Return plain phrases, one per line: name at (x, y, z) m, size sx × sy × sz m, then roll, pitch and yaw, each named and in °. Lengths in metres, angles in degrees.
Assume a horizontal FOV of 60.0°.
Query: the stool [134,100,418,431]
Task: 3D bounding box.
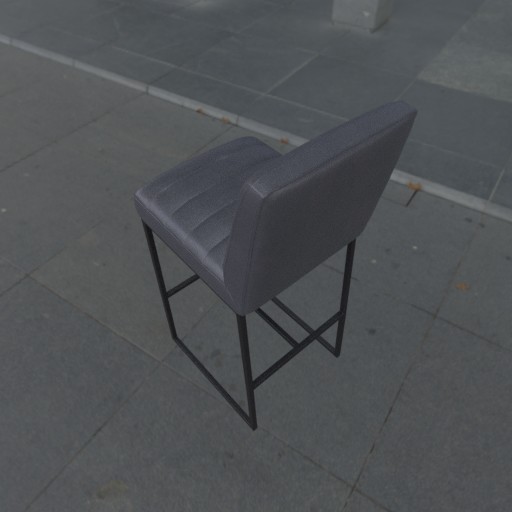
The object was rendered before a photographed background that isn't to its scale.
stool at (0.000, 0.000, 1.334) m, size 0.457 × 1.040 × 0.552 m, roll -33°, pitch 55°, yaw -27°
